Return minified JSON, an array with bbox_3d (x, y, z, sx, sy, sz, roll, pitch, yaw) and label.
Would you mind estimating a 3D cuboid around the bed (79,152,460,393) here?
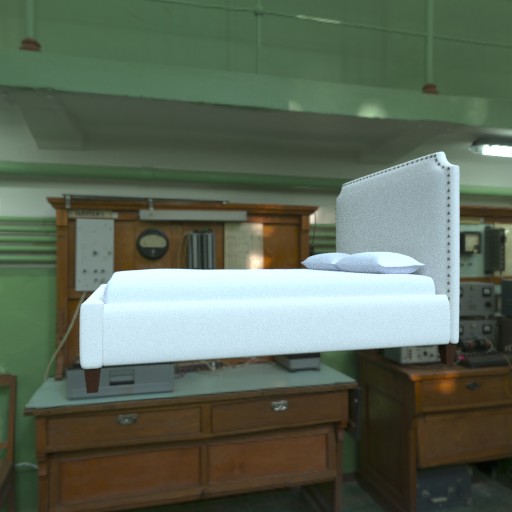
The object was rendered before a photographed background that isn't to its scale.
[{"bbox_3d":[0.000,0.000,3.412,2.372,1.443,1.712,0,0,-16],"label":"bed"}]
